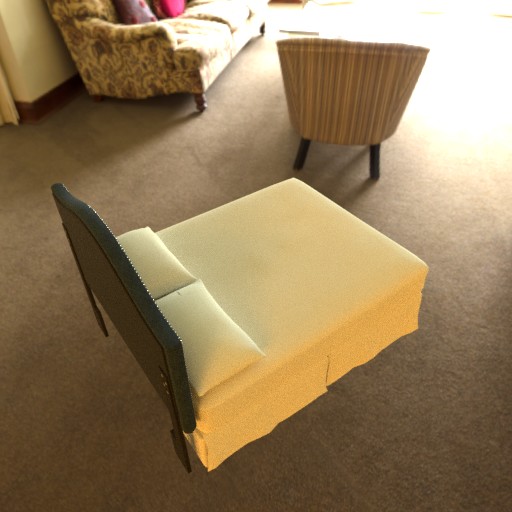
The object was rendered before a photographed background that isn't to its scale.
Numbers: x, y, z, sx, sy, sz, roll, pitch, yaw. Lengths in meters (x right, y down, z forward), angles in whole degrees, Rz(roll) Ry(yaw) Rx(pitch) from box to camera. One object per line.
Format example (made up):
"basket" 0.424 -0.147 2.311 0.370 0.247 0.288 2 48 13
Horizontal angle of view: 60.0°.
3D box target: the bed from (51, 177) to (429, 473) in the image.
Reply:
"bed" 0.000 0.000 3.236 2.153 1.518 1.713 -26 47 -26
